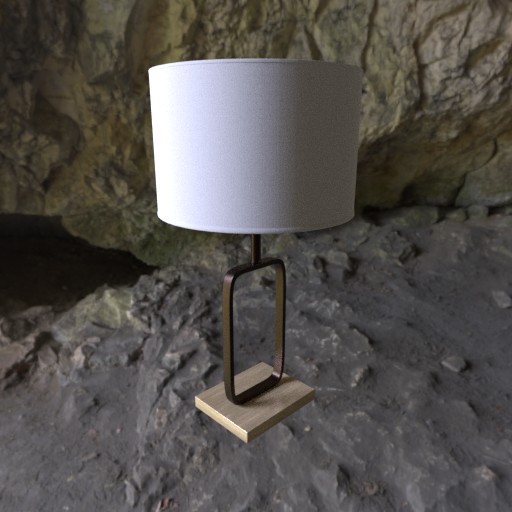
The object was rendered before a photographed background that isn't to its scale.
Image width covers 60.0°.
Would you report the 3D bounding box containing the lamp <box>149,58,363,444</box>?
[{"bbox_3d":[0.000,0.000,0.662,0.279,0.508,0.279,-16,23,-42],"label":"lamp"}]
